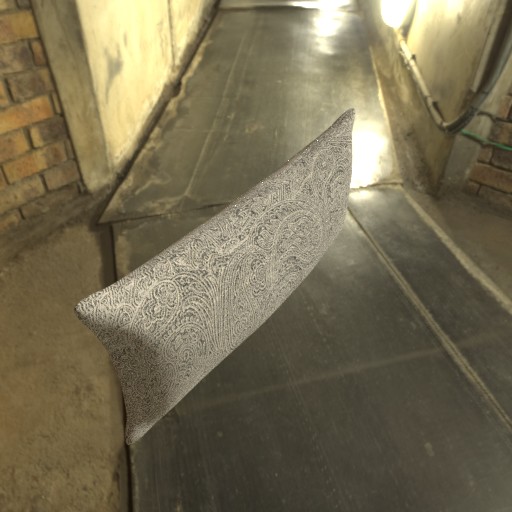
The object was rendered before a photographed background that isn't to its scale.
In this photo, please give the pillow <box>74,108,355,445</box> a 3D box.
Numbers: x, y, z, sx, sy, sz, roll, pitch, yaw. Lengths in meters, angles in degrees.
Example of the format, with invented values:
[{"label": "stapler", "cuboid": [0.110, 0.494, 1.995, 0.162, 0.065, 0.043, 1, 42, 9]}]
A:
[{"label": "pillow", "cuboid": [0.000, 0.000, 0.727, 0.151, 0.295, 0.615, 26, 47, 26]}]
